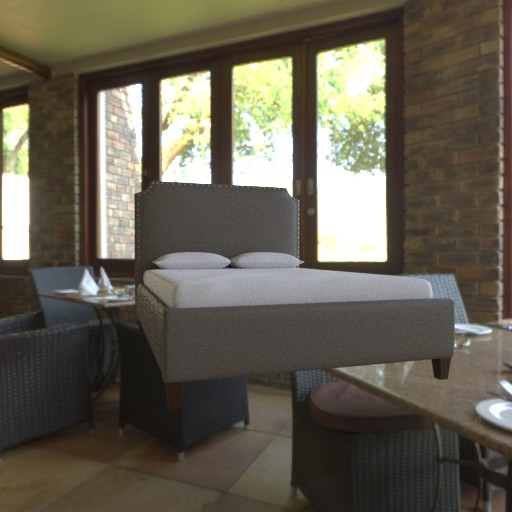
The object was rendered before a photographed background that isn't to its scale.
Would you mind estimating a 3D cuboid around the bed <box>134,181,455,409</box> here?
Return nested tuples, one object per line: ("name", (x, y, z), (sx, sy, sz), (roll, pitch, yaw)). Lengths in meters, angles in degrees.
("bed", (0.000, 0.000, 3.446), (1.712, 1.443, 2.372), (0, 0, -18))
